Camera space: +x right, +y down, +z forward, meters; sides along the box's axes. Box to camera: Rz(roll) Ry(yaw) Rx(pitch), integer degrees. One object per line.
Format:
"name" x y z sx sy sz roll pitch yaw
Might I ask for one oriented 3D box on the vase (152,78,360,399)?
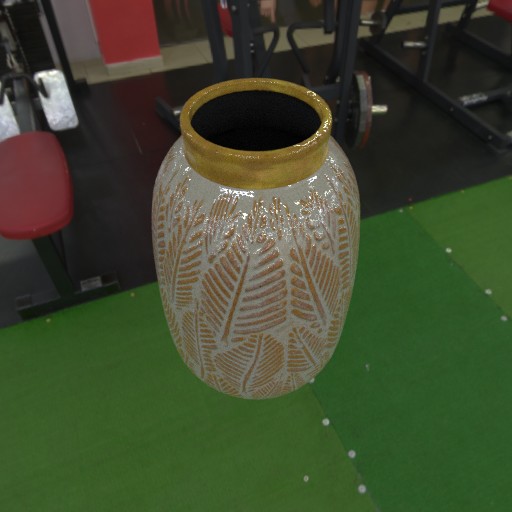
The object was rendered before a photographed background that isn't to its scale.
"vase" 0.000 0.000 0.380 0.172 0.270 0.172 0 48 0
